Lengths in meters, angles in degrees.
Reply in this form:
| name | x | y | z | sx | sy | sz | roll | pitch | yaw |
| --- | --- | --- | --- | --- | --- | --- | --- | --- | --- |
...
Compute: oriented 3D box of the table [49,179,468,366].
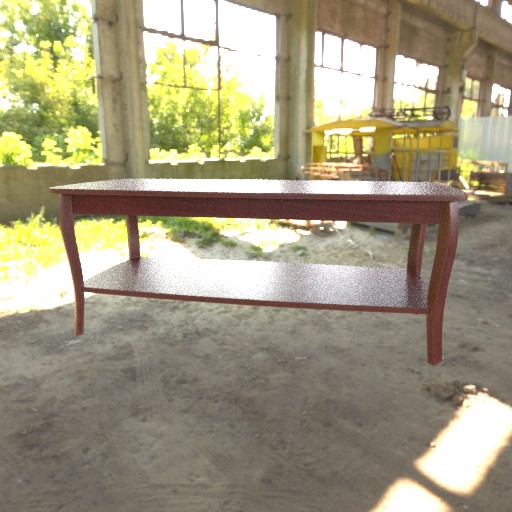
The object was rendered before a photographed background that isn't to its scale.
| name | x | y | z | sx | sy | sz | roll | pitch | yaw |
| --- | --- | --- | --- | --- | --- | --- | --- | --- | --- |
| table | 0.000 | 0.000 | 1.492 | 1.216 | 0.473 | 0.561 | 3 | 13 | 11 |
